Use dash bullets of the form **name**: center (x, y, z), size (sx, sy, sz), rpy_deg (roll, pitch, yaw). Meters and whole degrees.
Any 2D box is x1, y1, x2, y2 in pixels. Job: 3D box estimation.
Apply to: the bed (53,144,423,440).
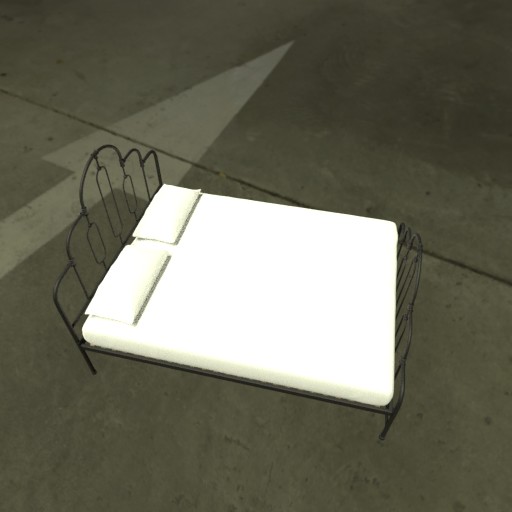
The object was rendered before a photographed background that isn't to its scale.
- **bed**: center (0.000, 0.000, 3.188), size (2.163, 1.429, 1.640), rpy_deg (10, 47, 9)
